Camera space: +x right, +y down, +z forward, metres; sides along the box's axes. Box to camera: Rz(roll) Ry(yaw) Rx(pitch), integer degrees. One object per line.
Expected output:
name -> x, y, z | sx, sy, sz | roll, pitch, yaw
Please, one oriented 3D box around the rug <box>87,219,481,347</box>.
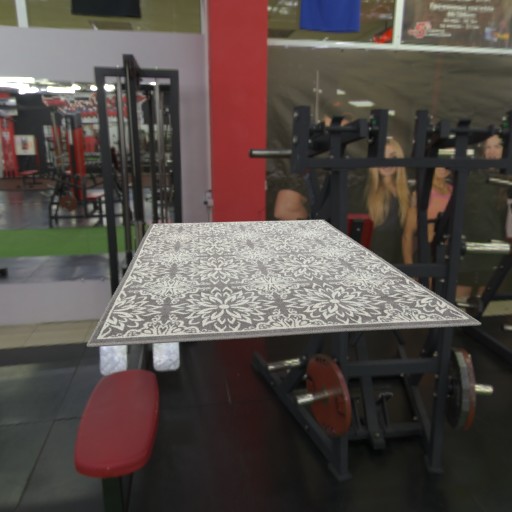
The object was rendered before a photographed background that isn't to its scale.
rug -> 0.000, 0.000, 2.231 | 1.224, 0.012, 1.847 | -2, 15, -7
